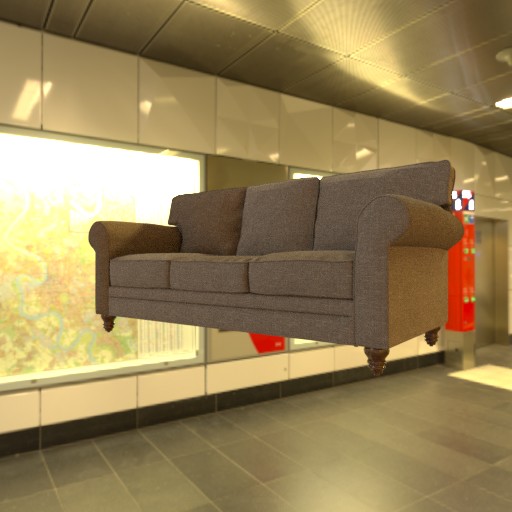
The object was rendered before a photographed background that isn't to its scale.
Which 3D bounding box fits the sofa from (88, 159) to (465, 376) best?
[{"bbox_3d":[0.000,0.000,2.582,2.084,0.961,0.916,0,-1,37],"label":"sofa"}]
